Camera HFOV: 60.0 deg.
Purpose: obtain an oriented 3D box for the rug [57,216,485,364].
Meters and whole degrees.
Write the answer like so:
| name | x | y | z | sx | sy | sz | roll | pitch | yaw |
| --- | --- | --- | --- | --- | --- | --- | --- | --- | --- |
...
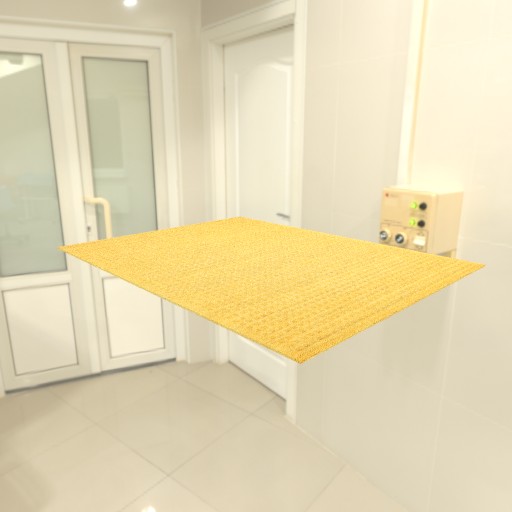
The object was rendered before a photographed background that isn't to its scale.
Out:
| name | x | y | z | sx | sy | sz | roll | pitch | yaw |
| --- | --- | --- | --- | --- | --- | --- | --- | --- | --- |
| rug | 0.000 | 0.000 | 4.198 | 2.486 | 0.015 | 3.242 | -14 | 21 | -42 |
